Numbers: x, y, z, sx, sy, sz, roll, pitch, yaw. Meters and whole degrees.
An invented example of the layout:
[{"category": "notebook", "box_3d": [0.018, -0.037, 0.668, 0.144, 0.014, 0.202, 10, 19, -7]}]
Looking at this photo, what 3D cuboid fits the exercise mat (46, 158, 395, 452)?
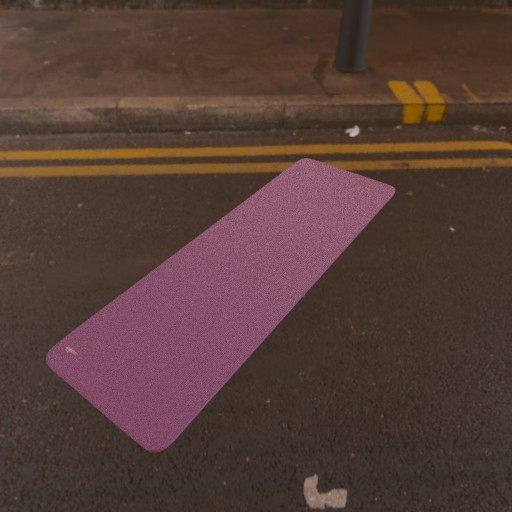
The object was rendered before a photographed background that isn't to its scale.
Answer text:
[{"category": "exercise mat", "box_3d": [0.000, 0.000, 2.056, 0.616, 0.021, 1.869, 26, 47, 26]}]
